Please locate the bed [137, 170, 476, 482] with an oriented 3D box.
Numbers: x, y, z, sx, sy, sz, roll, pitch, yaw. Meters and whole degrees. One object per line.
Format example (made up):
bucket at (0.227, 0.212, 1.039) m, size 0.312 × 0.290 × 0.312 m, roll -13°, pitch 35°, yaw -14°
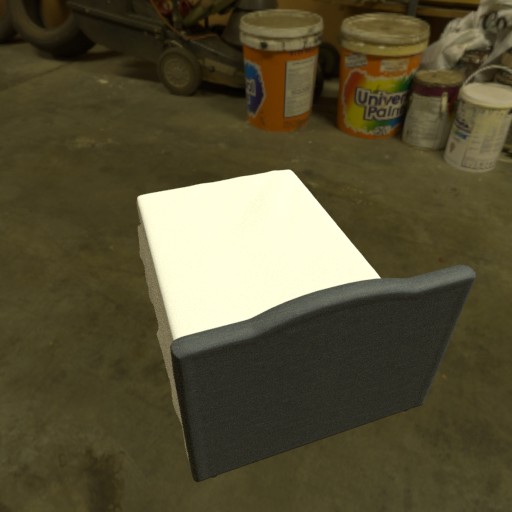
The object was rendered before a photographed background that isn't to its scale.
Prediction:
bed at (0.000, 0.000, 3.502) m, size 1.747 × 1.441 × 2.507 m, roll -13°, pitch 42°, yaw -14°
